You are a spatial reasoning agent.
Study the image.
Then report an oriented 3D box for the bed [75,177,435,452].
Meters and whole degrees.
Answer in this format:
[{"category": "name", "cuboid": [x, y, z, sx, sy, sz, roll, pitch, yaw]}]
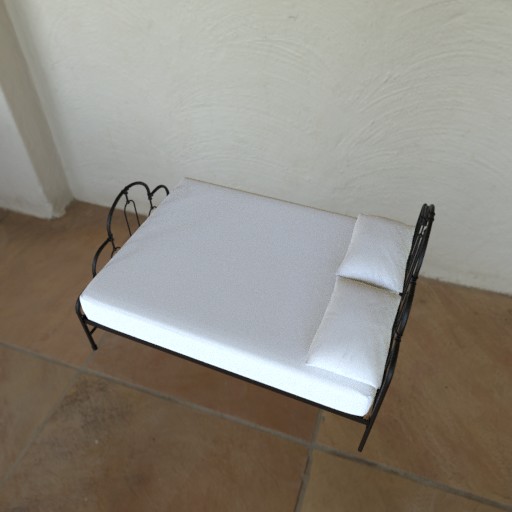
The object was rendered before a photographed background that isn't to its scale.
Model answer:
[{"category": "bed", "cuboid": [0.000, 0.000, 3.293, 2.181, 1.444, 1.626, 16, 47, 15]}]
